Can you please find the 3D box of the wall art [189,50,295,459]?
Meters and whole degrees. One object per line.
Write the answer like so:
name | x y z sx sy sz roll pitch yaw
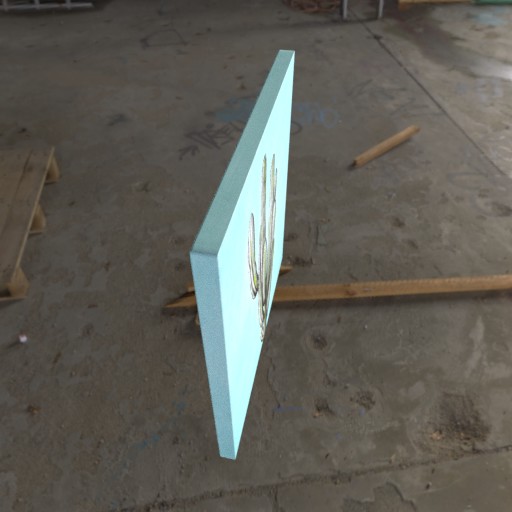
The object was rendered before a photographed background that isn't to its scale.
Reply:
wall art | 0.000 0.000 1.625 0.070 1.073 1.071 8 46 8
